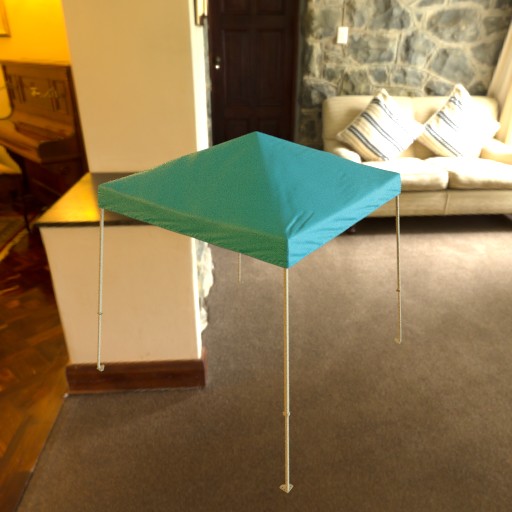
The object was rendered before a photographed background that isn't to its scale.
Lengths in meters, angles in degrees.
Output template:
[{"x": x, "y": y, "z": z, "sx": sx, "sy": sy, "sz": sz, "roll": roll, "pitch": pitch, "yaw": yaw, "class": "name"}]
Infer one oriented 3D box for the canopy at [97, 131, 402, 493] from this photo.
[{"x": 0.000, "y": 0.000, "z": 5.192, "sx": 2.849, "sy": 2.850, "sz": 2.850, "roll": 18, "pitch": 31, "yaw": 33, "class": "canopy"}]
